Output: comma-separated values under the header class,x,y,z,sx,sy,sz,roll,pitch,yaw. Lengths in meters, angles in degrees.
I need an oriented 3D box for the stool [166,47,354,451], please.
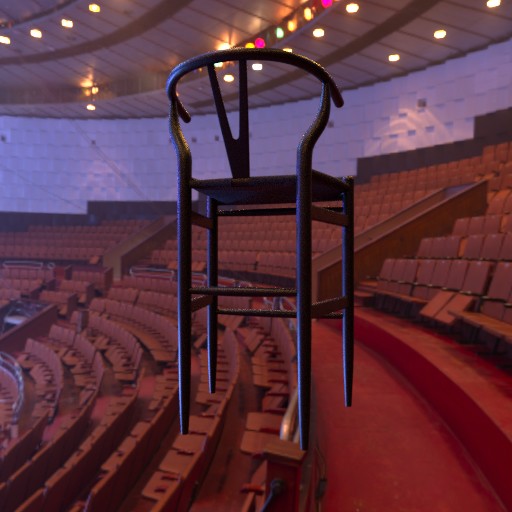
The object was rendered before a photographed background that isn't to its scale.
class,x,y,z,sx,sy,sz,roll,pitch,yaw
stool,0.000,0.000,1.414,0.569,1.072,0.579,0,0,17
